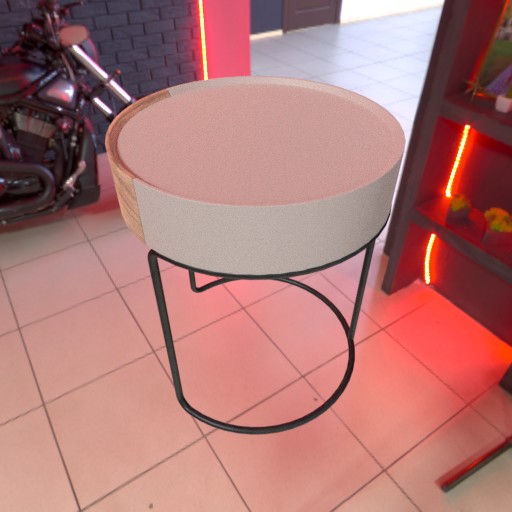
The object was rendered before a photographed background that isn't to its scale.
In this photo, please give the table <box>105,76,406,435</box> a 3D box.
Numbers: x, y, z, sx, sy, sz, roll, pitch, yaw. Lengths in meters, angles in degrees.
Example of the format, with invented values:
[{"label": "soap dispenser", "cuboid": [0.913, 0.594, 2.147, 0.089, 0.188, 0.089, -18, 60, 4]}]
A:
[{"label": "table", "cuboid": [0.000, 0.000, 0.854, 0.450, 0.530, 0.450, 0, 40, 0]}]
